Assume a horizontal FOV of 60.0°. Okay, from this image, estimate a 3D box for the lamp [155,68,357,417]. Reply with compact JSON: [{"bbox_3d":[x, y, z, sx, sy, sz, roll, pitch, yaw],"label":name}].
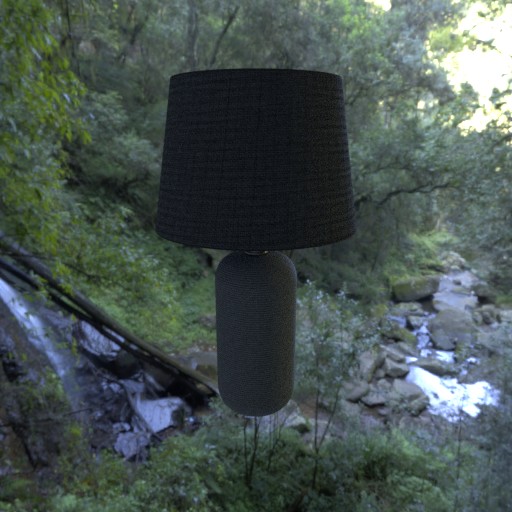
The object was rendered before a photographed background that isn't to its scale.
[{"bbox_3d":[0.000,0.000,0.578,0.251,0.429,0.251,0,16,0],"label":"lamp"}]
